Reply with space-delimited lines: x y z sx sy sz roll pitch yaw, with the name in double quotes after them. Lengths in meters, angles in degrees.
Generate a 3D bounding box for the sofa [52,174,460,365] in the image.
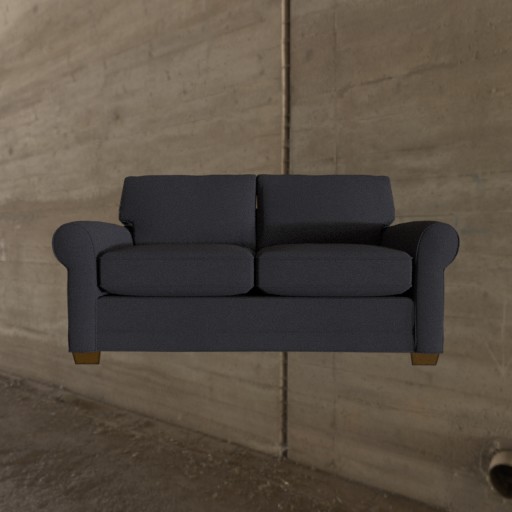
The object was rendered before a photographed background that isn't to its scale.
0.000 0.000 2.568 2.009 1.031 0.951 0 2 1 "sofa"
